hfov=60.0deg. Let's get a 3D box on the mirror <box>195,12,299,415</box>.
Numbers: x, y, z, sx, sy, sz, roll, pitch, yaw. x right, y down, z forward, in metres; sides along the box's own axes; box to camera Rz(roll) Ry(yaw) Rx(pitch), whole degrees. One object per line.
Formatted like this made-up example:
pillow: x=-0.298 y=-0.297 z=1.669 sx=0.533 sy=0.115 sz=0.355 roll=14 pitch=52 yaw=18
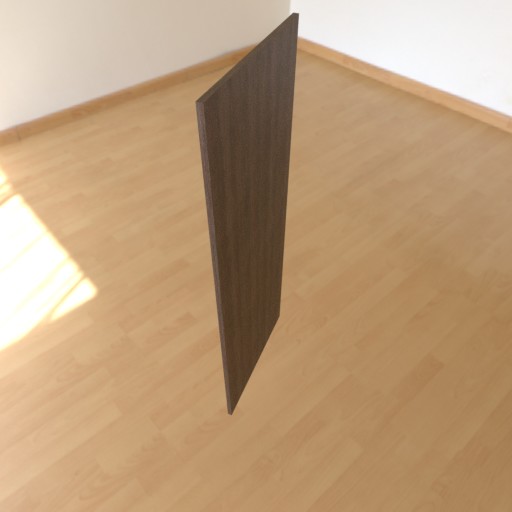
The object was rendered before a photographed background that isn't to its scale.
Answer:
mirror: x=0.000 y=0.000 z=2.249 sx=0.025 sy=2.032 sz=0.812 roll=17 pitch=49 yaw=16
